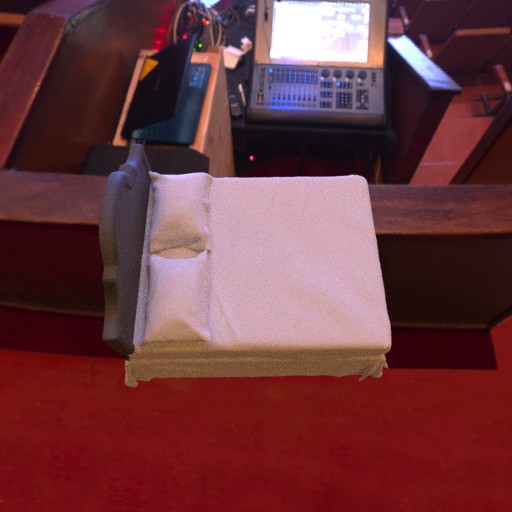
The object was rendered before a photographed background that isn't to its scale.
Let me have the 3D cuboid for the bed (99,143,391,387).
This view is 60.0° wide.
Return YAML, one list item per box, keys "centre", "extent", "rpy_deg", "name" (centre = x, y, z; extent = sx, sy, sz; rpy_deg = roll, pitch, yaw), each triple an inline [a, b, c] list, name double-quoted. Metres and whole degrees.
- centre: [0.000, 0.000, 3.524]
  extent: [2.222, 1.634, 1.780]
  rpy_deg: [-1, 64, 0]
  name: "bed"
